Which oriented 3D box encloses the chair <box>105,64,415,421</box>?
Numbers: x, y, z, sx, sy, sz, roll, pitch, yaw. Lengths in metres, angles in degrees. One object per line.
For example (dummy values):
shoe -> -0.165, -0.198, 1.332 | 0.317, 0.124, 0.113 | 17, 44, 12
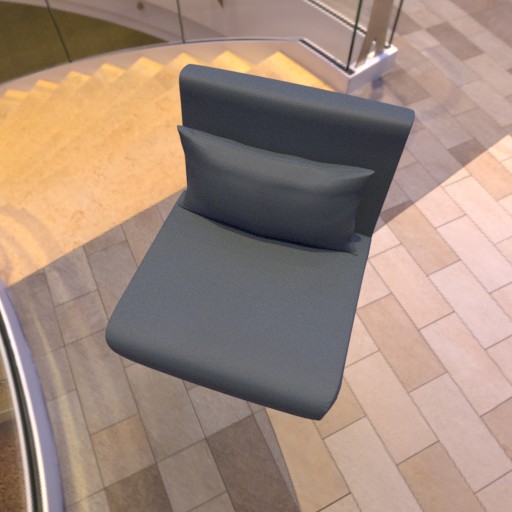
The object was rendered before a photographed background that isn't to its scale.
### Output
chair -> 0.000, 0.000, 1.540 | 0.770, 0.808, 0.900 | 15, 60, 9
